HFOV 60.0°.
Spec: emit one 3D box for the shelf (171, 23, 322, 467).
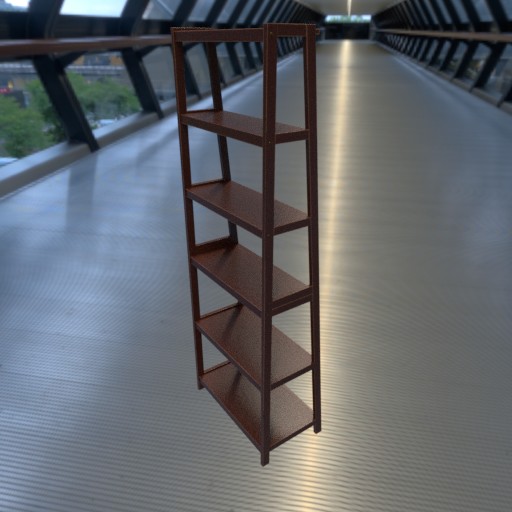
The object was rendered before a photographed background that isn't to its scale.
[{"bbox_3d":[0.000,0.000,2.058,0.381,1.892,0.660,-17,31,-31],"label":"shelf"}]
